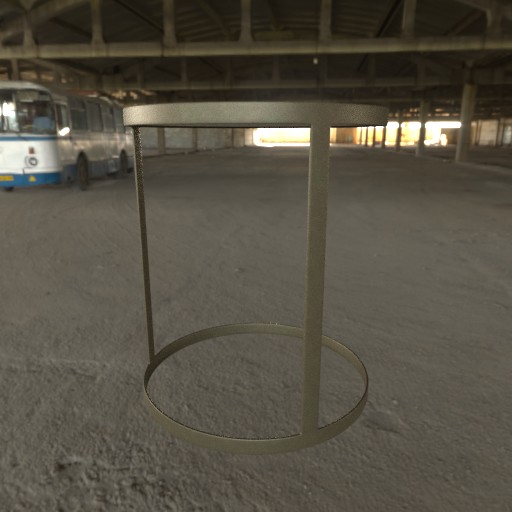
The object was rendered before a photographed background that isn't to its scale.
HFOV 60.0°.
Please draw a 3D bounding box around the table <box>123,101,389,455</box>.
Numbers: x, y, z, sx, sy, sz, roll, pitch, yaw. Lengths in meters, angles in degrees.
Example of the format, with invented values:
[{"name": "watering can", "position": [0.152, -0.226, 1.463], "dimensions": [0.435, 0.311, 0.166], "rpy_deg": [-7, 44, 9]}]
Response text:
[{"name": "table", "position": [0.000, 0.000, 0.905], "dimensions": [0.480, 0.565, 0.480], "rpy_deg": [0, 15, 0]}]
